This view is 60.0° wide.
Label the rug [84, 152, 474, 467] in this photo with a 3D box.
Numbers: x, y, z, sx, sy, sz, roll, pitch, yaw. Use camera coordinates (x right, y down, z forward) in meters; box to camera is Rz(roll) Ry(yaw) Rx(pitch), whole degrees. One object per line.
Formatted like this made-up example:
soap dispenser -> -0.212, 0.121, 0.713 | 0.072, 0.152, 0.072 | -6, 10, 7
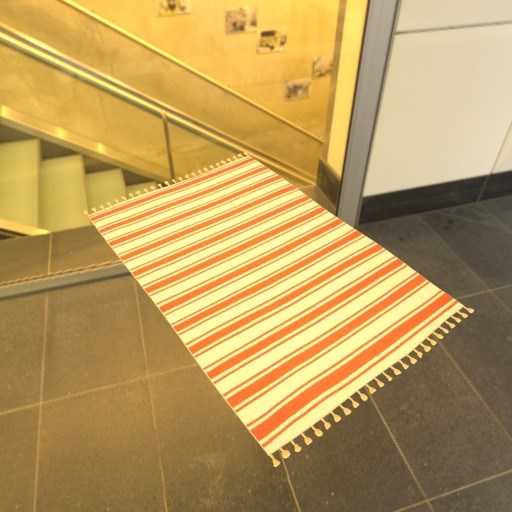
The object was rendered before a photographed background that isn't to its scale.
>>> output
rug -> 0.000, 0.000, 3.071 | 1.556, 0.022, 2.433 | -26, 49, -26
